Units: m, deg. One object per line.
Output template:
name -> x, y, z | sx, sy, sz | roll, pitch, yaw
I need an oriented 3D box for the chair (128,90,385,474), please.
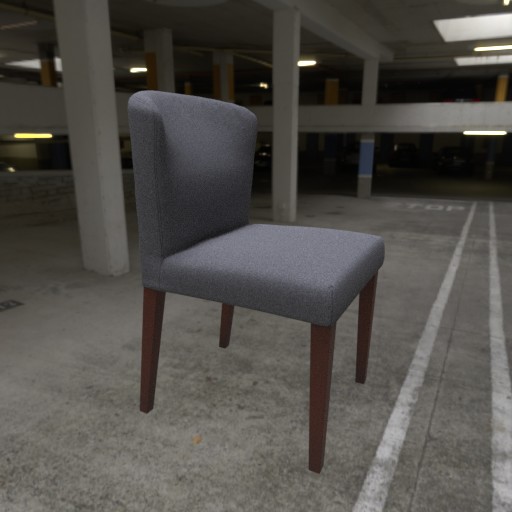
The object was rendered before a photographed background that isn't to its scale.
chair -> 0.000, 0.000, 1.181 | 0.592, 0.839, 0.491 | 8, 18, 26
